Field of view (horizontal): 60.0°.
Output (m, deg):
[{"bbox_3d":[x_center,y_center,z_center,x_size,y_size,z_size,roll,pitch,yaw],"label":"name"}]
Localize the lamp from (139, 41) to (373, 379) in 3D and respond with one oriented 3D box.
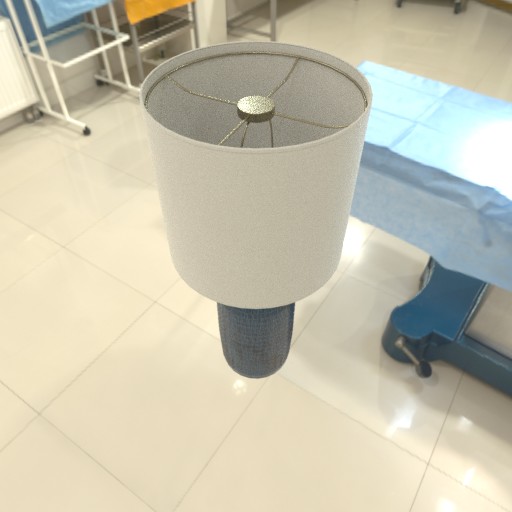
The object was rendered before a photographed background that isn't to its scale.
[{"bbox_3d":[0.000,0.000,0.597,0.220,0.475,0.220,32,54,27],"label":"lamp"}]
